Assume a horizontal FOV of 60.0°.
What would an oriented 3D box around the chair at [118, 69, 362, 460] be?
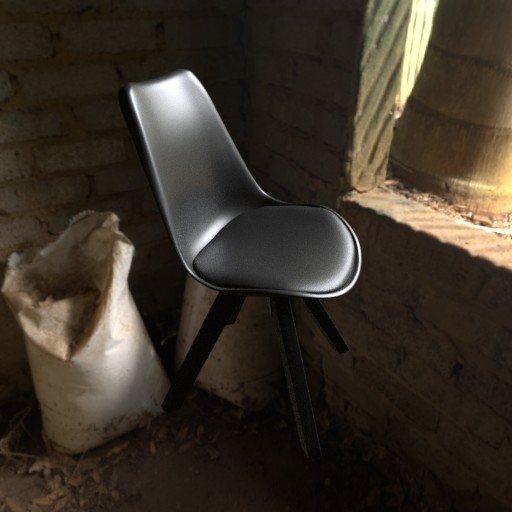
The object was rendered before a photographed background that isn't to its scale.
[{"bbox_3d":[0.000,0.000,1.146,0.530,0.850,0.485,11,32,17],"label":"chair"}]
